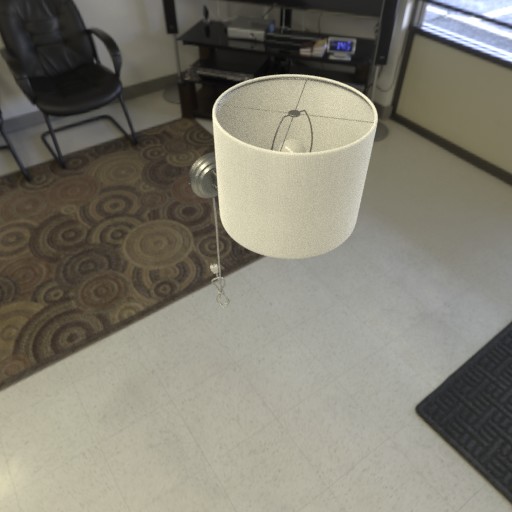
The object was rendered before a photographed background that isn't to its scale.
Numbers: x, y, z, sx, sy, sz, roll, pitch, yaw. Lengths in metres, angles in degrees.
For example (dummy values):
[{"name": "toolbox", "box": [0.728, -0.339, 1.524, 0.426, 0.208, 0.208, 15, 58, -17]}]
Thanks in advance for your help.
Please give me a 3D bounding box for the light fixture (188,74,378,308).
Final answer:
[{"name": "light fixture", "box": [0.000, 0.000, 1.050, 0.253, 0.842, 0.479, -24, 50, -22]}]
